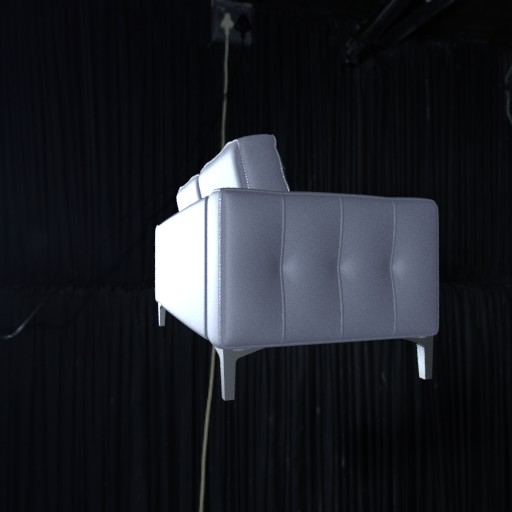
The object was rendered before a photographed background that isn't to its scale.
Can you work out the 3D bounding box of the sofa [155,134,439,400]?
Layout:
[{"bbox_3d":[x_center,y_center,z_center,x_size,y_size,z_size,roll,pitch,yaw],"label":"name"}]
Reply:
[{"bbox_3d":[0.000,0.000,2.249,0.833,0.893,1.726,0,-1,-19],"label":"sofa"}]
